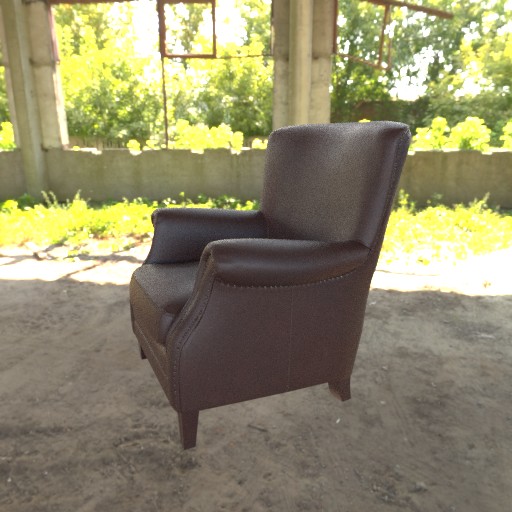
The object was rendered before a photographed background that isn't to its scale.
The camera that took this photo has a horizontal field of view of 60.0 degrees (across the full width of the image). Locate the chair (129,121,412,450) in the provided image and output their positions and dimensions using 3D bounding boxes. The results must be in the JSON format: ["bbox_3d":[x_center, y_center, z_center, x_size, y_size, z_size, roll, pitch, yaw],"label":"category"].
[{"bbox_3d":[0.000,0.000,1.372,0.746,0.800,0.700,-7,17,-25],"label":"chair"}]
